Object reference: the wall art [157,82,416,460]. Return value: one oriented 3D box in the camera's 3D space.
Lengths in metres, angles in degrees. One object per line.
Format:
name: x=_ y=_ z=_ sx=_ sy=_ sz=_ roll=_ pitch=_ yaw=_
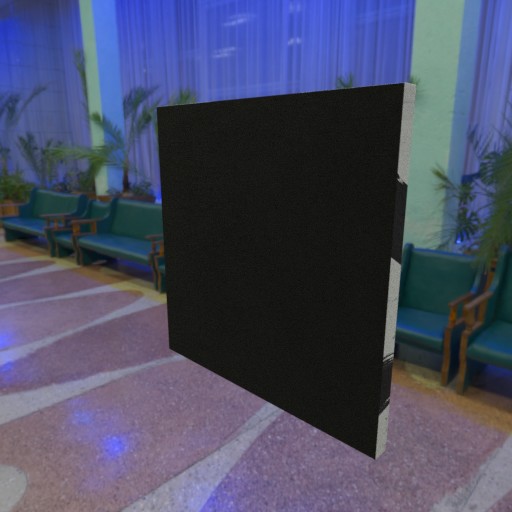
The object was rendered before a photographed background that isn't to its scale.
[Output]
wall art: x=0.000 y=0.000 z=1.136 sx=0.765 sy=0.765 sz=0.046 roll=14 pitch=20 yaw=43
